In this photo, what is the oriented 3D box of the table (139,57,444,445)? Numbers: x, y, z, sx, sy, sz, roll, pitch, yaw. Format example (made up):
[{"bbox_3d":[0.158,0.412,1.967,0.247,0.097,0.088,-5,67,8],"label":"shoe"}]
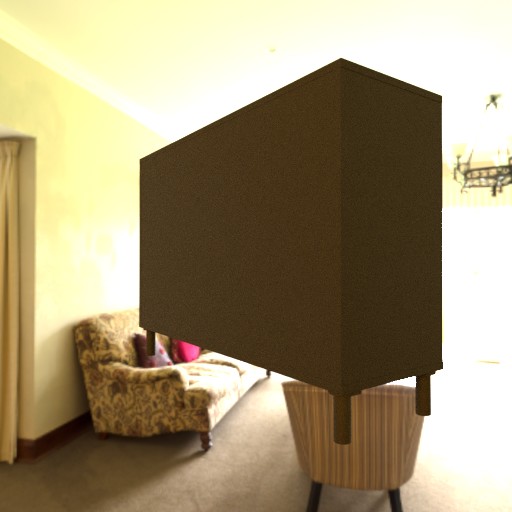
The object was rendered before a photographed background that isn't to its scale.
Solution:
[{"bbox_3d":[0.000,0.000,1.566,0.400,0.855,1.200,0,-1,-35],"label":"table"}]
